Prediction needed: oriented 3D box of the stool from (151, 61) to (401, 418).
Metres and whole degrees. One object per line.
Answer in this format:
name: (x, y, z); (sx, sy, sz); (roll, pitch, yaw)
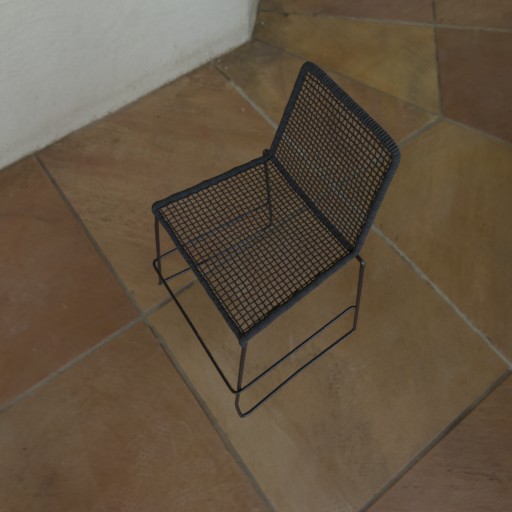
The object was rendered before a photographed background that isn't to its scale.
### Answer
stool: (0.000, 0.000, 1.240); (0.509, 0.905, 0.590); (-31, 68, -14)
